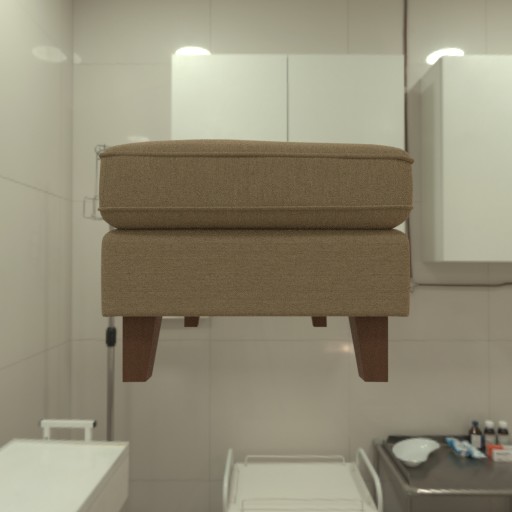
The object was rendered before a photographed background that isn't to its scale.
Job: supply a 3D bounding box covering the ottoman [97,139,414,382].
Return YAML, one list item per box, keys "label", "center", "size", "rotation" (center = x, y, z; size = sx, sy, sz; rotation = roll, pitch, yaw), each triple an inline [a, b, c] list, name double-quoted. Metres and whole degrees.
- label: "ottoman"
  center: [0.000, 0.000, 1.303]
  size: [0.636, 0.521, 0.945]
  rotation: [0, -1, 0]
